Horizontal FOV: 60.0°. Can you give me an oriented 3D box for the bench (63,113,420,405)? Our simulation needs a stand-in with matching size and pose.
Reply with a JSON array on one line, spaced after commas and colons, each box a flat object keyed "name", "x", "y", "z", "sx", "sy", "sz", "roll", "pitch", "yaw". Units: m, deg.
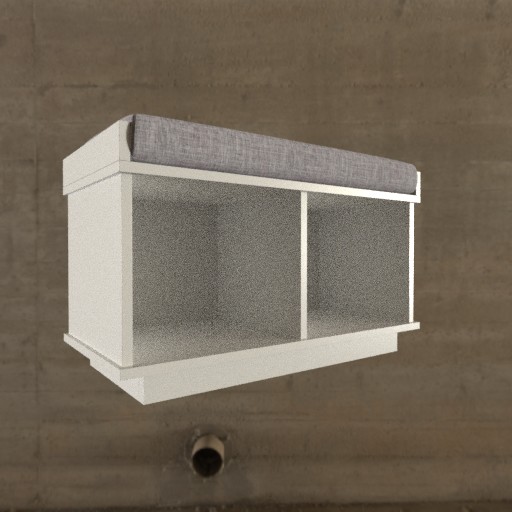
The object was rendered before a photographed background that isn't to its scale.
[{"name": "bench", "x": 0.000, "y": 0.000, "z": 0.997, "sx": 0.734, "sy": 0.461, "sz": 0.362, "roll": -1, "pitch": 1, "yaw": -36}]
